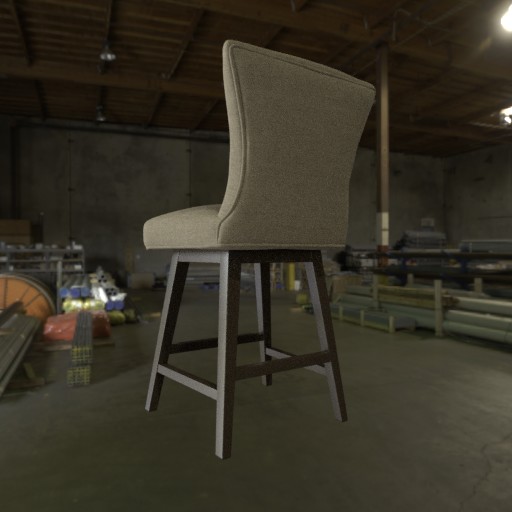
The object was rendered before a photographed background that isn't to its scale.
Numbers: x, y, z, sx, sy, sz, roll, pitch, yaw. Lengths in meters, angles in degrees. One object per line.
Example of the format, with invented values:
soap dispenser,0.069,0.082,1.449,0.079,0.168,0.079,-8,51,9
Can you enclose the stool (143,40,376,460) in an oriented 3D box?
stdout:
stool,0.000,0.000,1.347,0.514,1.000,0.574,0,1,-35
